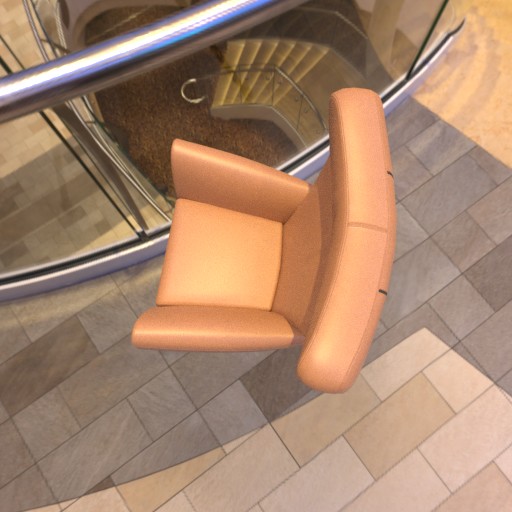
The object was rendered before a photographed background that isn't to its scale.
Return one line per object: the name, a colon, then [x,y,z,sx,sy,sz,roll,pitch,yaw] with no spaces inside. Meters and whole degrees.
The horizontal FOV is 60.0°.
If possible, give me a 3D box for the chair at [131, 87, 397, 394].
chair: [0.000,0.000,1.809,0.900,1.050,0.980,8,75,2]
